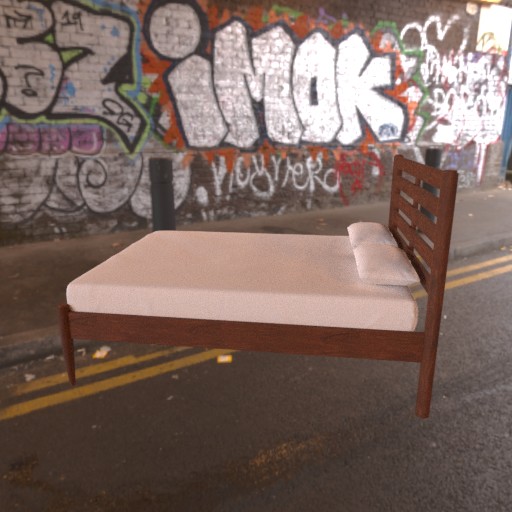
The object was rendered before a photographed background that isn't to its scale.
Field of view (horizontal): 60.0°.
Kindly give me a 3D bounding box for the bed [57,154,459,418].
[{"bbox_3d":[0.000,0.000,3.047,2.093,1.304,1.509,2,16,8],"label":"bed"}]
